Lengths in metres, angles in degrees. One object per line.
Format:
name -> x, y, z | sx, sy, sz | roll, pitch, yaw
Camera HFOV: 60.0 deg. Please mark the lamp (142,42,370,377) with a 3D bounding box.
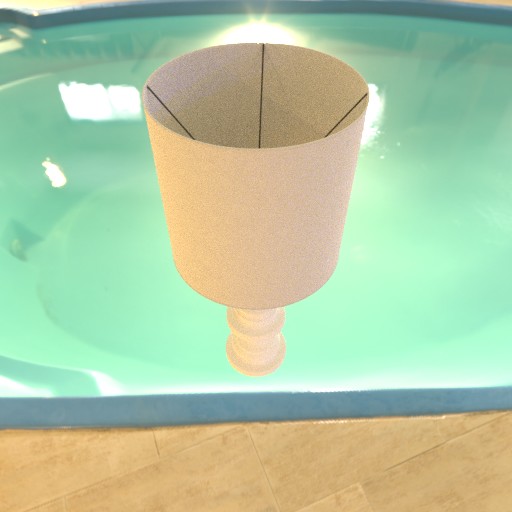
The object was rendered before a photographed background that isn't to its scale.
lamp -> 0.000, 0.000, 0.575 | 0.208, 0.455, 0.208 | -12, 48, -11
